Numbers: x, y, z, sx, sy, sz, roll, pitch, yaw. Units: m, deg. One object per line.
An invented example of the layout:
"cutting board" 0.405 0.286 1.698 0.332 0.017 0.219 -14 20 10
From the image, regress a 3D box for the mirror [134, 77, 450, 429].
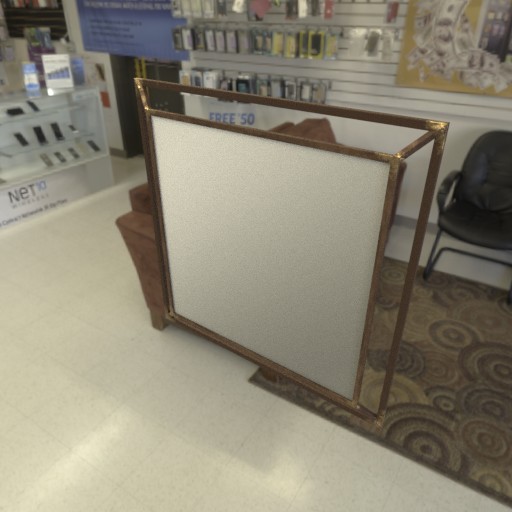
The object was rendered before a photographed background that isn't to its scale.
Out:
"mirror" 0.000 0.000 0.886 0.610 0.610 0.032 20 36 30
